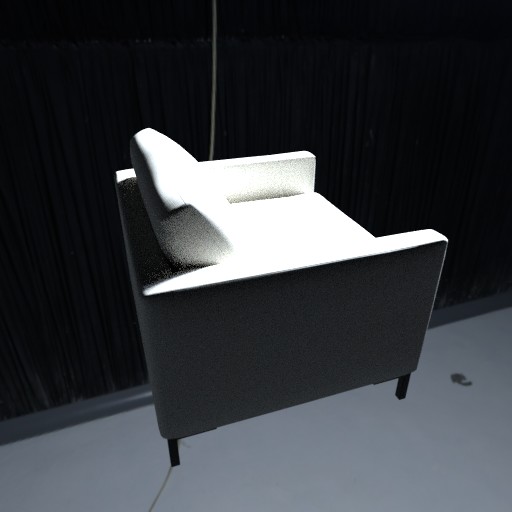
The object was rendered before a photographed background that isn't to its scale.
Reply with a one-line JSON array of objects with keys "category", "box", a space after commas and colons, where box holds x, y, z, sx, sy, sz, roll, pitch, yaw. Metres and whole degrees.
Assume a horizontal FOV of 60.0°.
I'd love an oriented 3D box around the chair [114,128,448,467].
[{"category": "chair", "box": [0.000, 0.000, 1.602, 0.875, 0.806, 0.964, -10, 30, -17]}]
